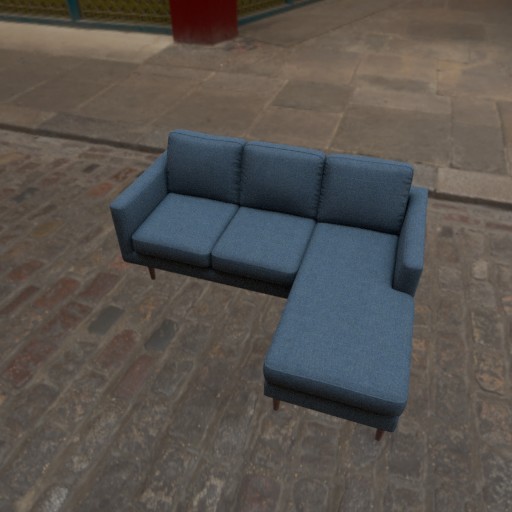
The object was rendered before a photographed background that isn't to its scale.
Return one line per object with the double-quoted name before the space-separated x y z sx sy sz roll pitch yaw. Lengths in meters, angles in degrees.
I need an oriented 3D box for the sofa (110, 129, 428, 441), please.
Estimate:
"sofa" 0.000 0.000 2.932 2.055 0.957 1.667 12 42 14
